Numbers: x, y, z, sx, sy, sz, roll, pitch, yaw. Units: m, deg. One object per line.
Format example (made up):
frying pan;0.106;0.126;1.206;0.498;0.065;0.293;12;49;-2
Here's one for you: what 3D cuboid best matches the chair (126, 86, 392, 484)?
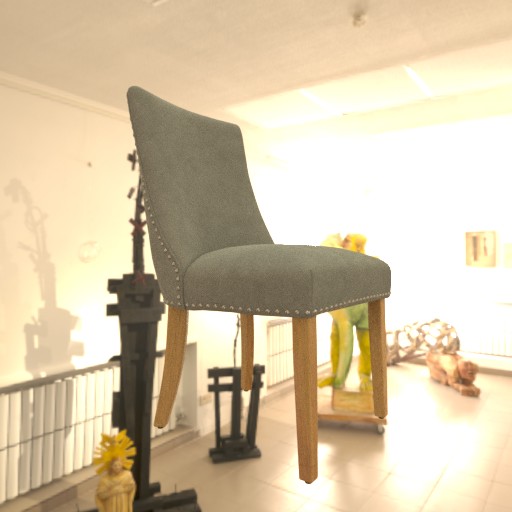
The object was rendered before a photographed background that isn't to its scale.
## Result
chair;0.000;0.000;1.216;0.610;0.902;0.495;0;1;35
